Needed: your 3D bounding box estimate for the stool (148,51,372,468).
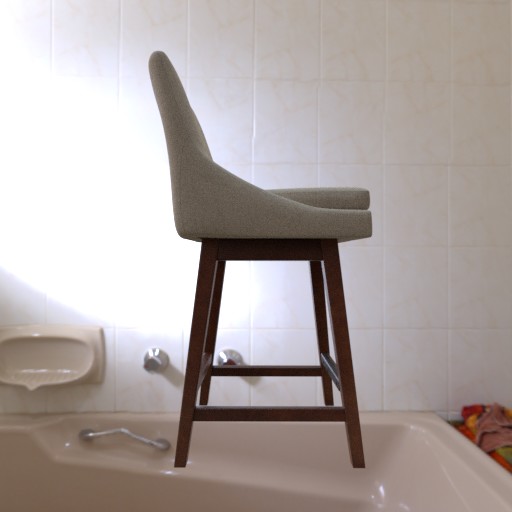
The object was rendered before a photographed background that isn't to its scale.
[{"bbox_3d":[0.000,0.000,1.268,0.559,0.991,0.469,0,0,0],"label":"stool"}]
